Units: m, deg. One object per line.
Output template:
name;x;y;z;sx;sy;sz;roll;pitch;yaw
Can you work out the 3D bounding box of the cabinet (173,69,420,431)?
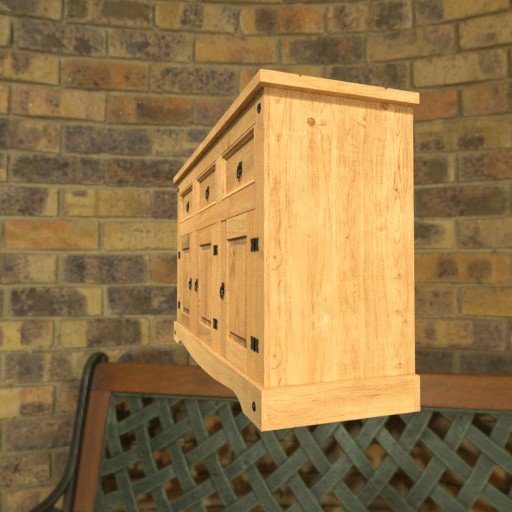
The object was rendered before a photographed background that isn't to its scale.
cabinet;0.000;0.000;1.680;0.432;0.810;1.321;0;-1;-19
